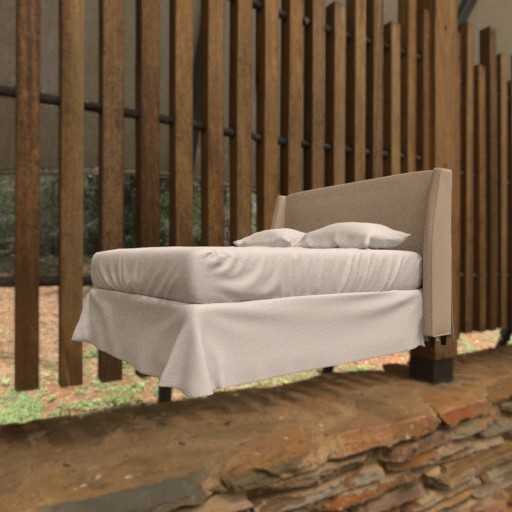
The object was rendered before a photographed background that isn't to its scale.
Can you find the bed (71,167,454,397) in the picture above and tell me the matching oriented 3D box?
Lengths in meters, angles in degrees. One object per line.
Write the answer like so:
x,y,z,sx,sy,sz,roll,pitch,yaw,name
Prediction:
0.000,0.000,3.389,2.276,1.332,1.925,0,-1,-37,bed
